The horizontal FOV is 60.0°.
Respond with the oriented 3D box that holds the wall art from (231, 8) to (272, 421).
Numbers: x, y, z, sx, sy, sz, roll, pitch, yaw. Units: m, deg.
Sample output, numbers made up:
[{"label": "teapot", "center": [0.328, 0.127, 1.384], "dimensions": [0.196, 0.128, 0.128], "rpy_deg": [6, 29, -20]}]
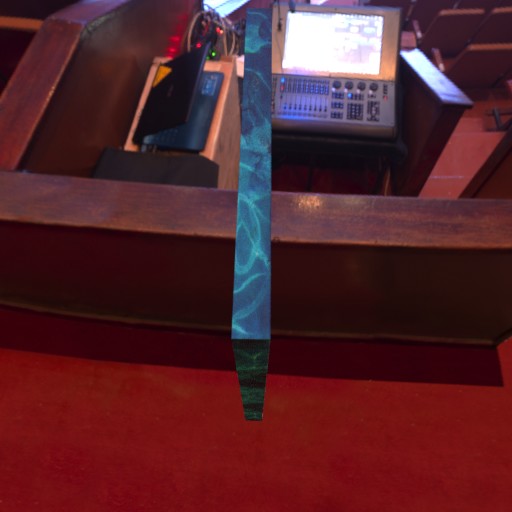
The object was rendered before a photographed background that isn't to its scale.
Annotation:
[{"label": "wall art", "center": [0.000, 0.000, 0.829], "dimensions": [0.038, 0.635, 0.508], "rpy_deg": [1, 63, 1]}]
